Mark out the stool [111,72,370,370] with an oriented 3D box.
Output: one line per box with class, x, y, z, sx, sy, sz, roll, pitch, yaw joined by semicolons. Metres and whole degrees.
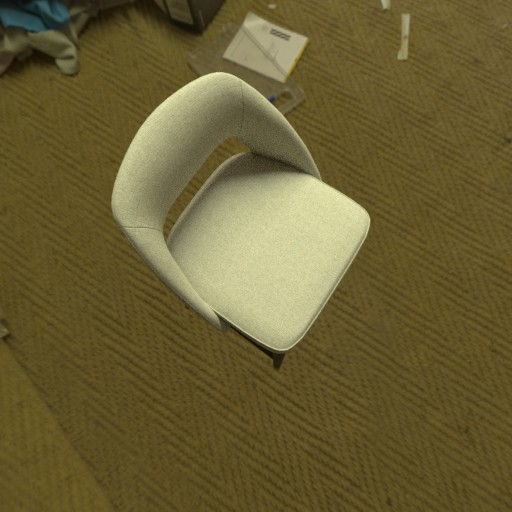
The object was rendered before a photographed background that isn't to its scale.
stool;0.000;0.000;1.321;0.509;1.037;0.494;33;77;8
